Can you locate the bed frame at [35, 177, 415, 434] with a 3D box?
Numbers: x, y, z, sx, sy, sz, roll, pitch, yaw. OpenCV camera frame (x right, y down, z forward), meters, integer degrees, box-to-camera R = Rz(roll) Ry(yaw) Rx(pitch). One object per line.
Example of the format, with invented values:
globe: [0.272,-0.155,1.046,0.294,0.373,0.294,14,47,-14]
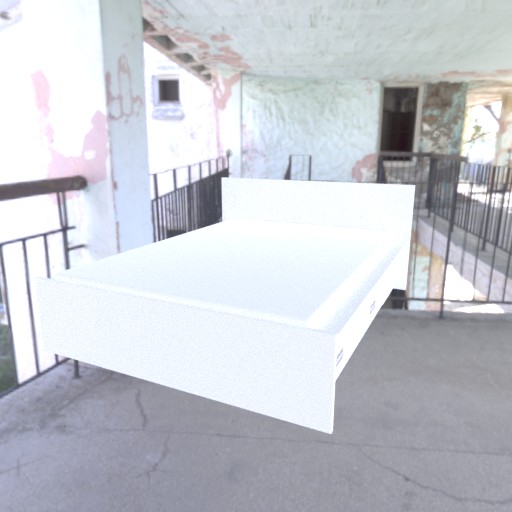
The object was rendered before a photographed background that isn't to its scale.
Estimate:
bed frame: [0.000,0.000,2.830,1.622,0.800,1.960,7,16,25]
